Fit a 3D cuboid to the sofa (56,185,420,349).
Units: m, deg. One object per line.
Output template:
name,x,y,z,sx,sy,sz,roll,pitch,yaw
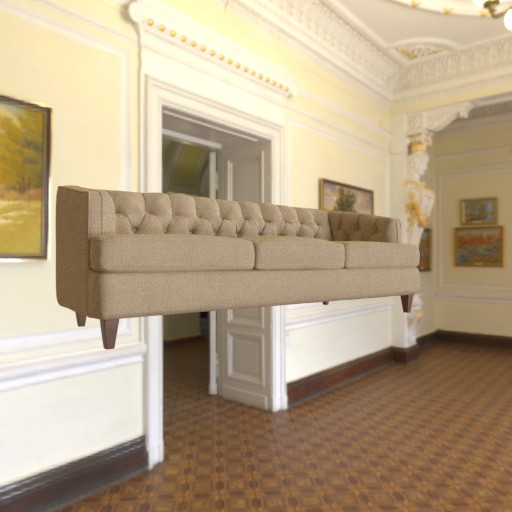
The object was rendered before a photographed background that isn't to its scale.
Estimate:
sofa,0.000,0.000,2.787,2.235,0.788,0.913,0,0,-37
